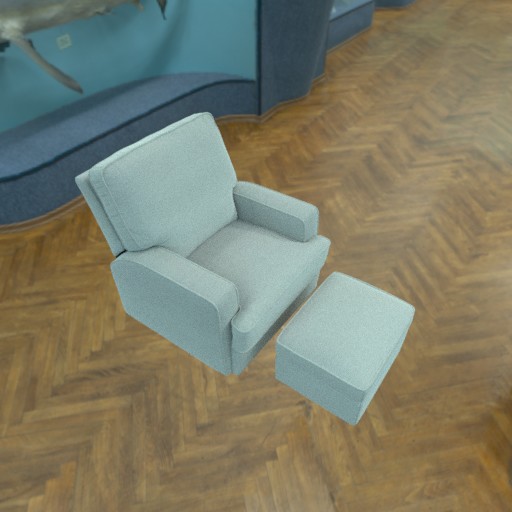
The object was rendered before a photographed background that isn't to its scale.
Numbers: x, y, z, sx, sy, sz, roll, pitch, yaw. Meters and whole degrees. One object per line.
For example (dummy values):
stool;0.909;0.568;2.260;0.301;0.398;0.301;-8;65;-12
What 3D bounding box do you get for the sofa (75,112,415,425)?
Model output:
sofa;0.000;0.000;2.124;1.472;0.959;0.861;26;48;26
